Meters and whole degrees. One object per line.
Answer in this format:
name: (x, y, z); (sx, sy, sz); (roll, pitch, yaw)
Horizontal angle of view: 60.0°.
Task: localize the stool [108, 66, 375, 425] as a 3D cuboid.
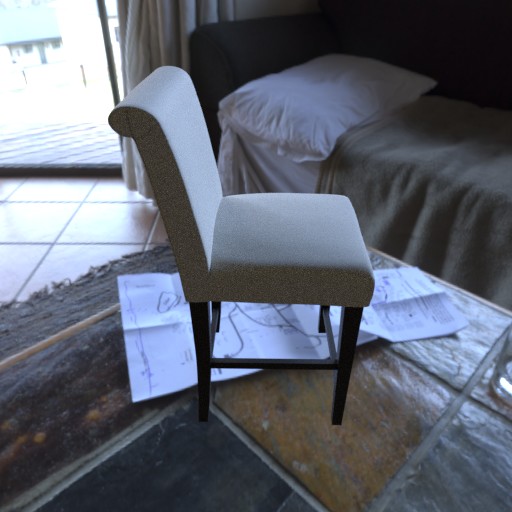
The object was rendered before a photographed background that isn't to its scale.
stool: (0.000, 0.000, 1.312); (0.597, 0.976, 0.452); (1, 33, 1)
